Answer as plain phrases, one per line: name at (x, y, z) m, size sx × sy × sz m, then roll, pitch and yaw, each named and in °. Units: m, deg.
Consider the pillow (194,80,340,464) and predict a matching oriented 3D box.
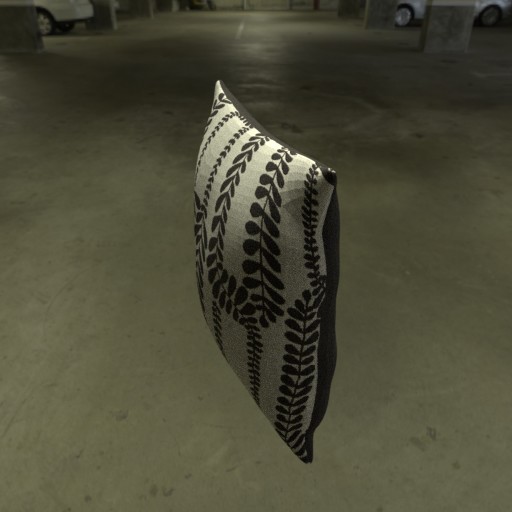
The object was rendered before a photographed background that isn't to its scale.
pillow at (0.000, 0.000, 0.676) m, size 0.182 × 0.441 × 0.440 m, roll -9°, pitch 33°, yaw -15°
